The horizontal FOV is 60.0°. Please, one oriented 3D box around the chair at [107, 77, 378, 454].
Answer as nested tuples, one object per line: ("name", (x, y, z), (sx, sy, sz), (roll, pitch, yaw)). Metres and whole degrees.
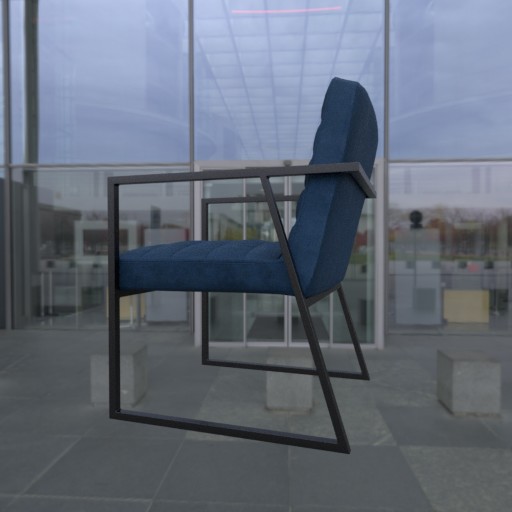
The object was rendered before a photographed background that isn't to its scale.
("chair", (0.000, 0.000, 1.308), (0.677, 0.833, 0.571), (0, 1, 19))
